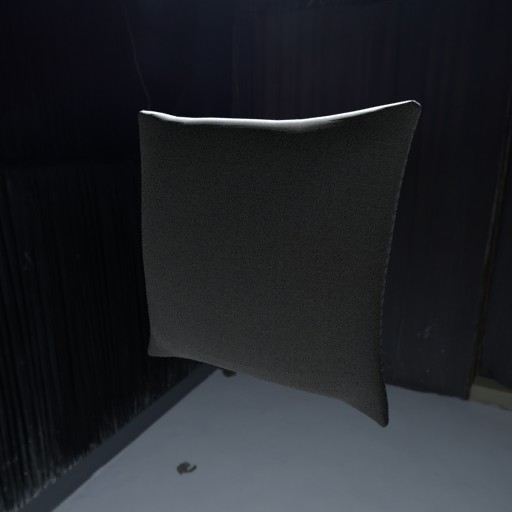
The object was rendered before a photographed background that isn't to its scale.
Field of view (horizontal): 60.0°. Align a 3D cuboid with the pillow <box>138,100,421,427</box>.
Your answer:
[{"bbox_3d":[0.000,0.000,0.766,0.496,0.491,0.219,8,17,27],"label":"pillow"}]
